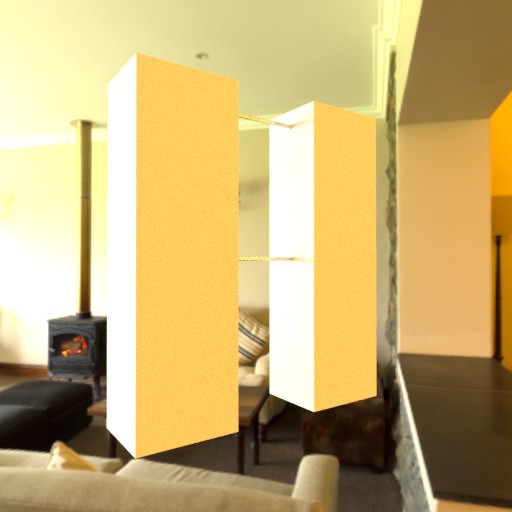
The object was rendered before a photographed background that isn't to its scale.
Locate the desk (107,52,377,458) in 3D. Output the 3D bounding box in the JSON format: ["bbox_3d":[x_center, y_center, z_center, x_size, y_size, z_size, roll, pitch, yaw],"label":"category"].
[{"bbox_3d":[0.000,0.000,2.884,1.770,2.000,0.480,0,-1,-35],"label":"desk"}]
